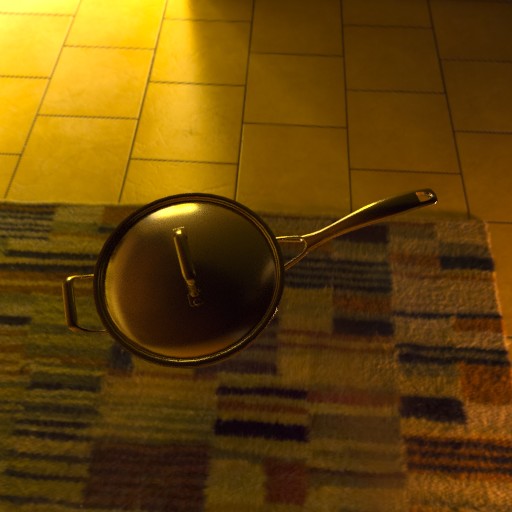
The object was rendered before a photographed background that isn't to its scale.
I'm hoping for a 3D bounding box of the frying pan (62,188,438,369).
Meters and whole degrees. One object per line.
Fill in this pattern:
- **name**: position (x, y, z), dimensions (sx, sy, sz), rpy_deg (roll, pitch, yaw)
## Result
- **frying pan**: position (0.000, 0.000, 0.667), dimensions (0.561, 0.114, 0.280), rpy_deg (-15, 64, -8)
